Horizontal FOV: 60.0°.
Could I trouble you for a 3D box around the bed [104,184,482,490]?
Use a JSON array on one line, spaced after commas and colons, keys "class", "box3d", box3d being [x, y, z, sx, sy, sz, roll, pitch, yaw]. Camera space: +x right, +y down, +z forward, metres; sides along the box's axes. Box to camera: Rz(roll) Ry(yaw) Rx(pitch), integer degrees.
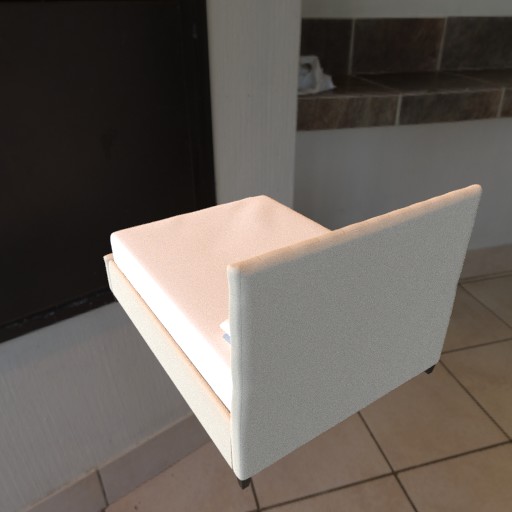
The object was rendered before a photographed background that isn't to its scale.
[{"class": "bed", "box3d": [0.000, 0.000, 3.271, 1.696, 1.426, 2.233, -18, 34, -29]}]
